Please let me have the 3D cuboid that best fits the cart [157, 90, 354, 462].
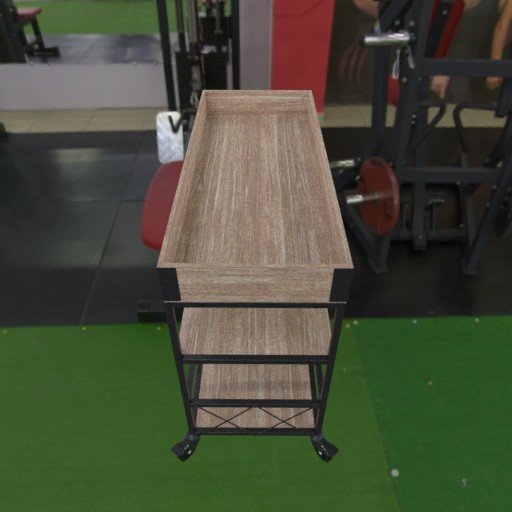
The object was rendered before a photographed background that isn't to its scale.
[{"bbox_3d":[0.000,0.000,1.522,0.500,0.787,1.101,0,41,0],"label":"cart"}]
